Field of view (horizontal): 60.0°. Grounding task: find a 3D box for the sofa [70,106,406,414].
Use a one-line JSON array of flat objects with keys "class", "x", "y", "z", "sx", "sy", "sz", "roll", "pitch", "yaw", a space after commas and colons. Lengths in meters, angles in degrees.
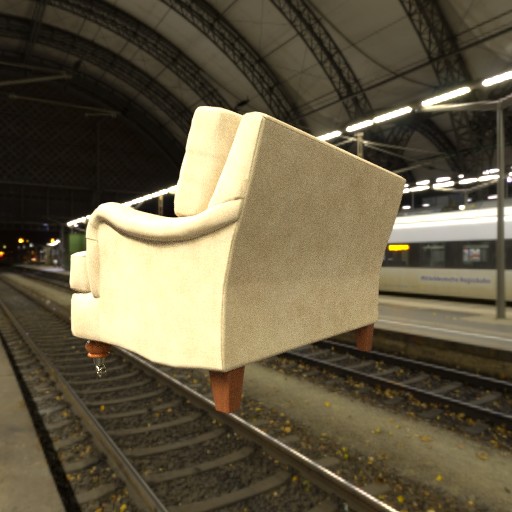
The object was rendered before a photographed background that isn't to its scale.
[{"class": "sofa", "x": 0.000, "y": 0.000, "z": 2.259, "sx": 1.086, "sy": 1.087, "sz": 1.498, "roll": 0, "pitch": 0, "yaw": 36}]
